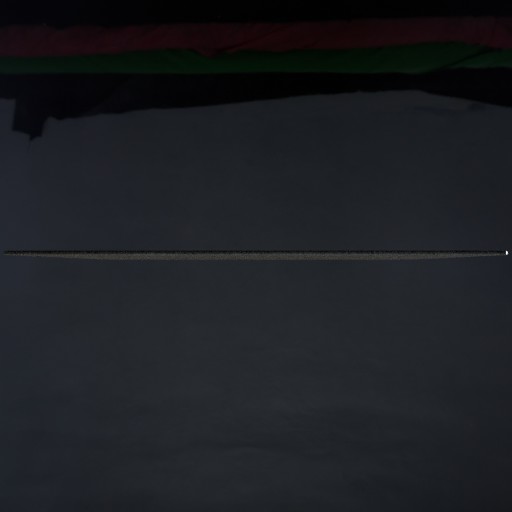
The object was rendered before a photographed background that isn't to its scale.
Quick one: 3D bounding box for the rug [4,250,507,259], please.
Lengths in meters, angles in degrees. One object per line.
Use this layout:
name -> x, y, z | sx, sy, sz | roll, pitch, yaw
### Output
rug -> 0.000, 0.000, 2.908 | 2.469, 0.024, 1.539 | 0, -1, 0
